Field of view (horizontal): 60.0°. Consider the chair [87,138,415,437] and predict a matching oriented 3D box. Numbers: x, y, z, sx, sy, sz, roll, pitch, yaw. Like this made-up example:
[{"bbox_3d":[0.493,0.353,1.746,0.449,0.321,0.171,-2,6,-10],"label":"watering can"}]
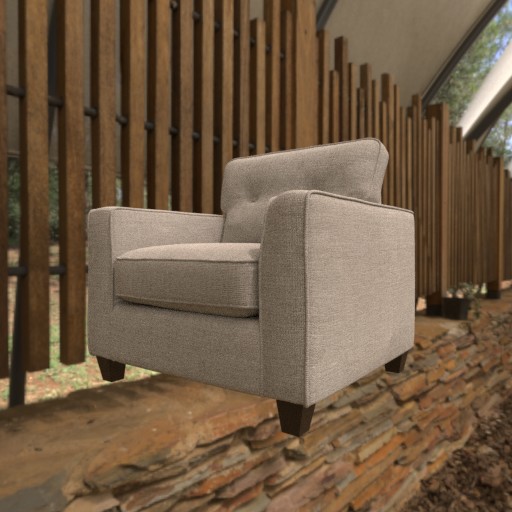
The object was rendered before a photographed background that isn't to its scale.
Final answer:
[{"bbox_3d":[0.000,0.000,1.784,1.015,0.965,0.939,1,1,36],"label":"chair"}]
